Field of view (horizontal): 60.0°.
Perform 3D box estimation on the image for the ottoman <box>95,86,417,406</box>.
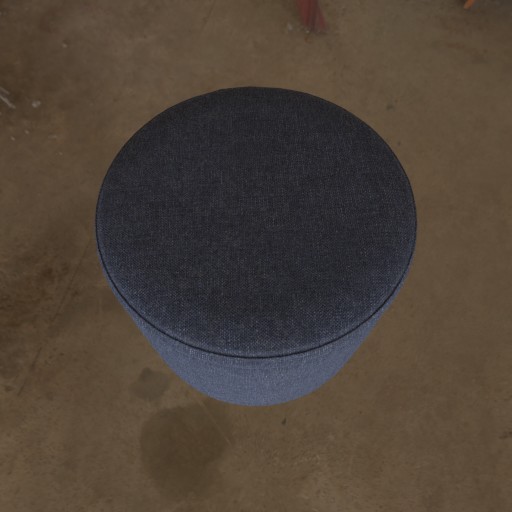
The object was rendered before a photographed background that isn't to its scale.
[{"bbox_3d":[0.000,0.000,0.879,0.520,0.430,0.520,0,63,0],"label":"ottoman"}]
